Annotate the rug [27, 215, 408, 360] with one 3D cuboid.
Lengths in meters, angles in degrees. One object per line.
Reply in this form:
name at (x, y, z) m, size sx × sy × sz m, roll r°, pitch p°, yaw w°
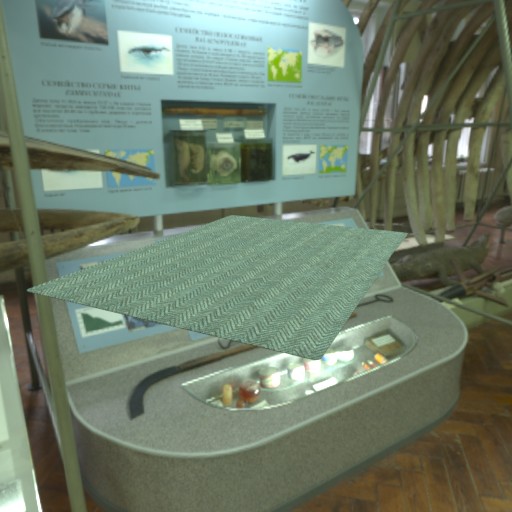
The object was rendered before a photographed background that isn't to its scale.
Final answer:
rug at (0.000, 0.000, 5.250) m, size 2.894 × 0.011 × 3.957 m, roll 8°, pitch 19°, yaw 25°
